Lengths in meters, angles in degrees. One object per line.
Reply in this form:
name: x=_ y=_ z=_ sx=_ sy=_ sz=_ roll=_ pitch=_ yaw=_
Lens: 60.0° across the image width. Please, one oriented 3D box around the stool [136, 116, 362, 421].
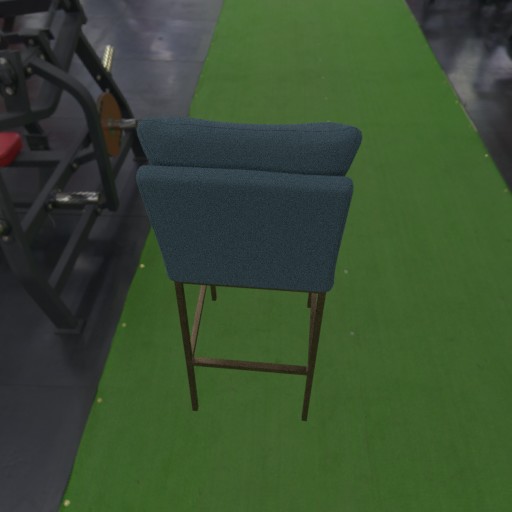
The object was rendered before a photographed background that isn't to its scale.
stool: x=0.000 y=0.000 z=1.393 sx=0.463 sy=1.124 sz=0.568 roll=4 pitch=46 yaw=4
